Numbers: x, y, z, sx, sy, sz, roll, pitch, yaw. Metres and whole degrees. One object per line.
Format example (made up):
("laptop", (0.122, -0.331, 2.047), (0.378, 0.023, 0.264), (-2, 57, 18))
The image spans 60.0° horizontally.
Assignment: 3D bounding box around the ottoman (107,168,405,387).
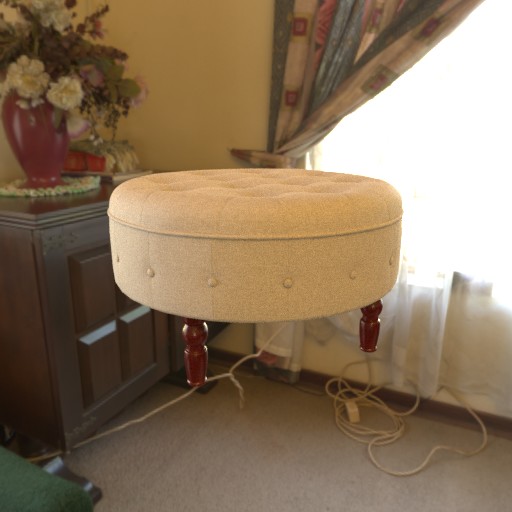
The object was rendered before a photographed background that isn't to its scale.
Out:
("ottoman", (0.000, 0.000, 1.375), (0.849, 0.478, 0.849), (0, 16, 0))
